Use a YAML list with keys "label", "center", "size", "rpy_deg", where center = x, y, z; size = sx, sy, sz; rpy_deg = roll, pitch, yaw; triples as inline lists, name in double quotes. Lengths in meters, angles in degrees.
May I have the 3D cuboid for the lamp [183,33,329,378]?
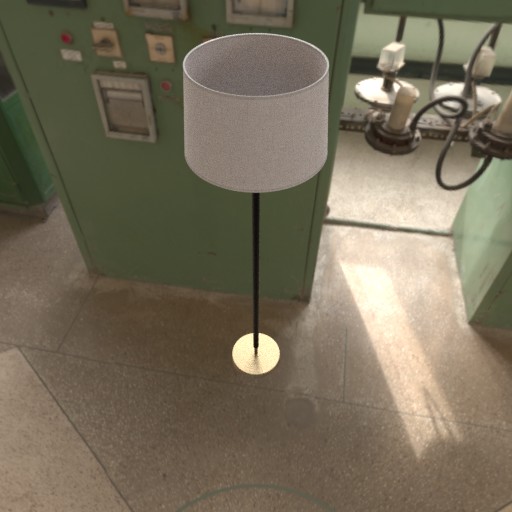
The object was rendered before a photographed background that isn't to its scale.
- label: "lamp"
  center: [0.000, 0.000, 1.653]
  size: [0.420, 1.447, 0.420]
  rpy_deg: [0, 47, 0]
